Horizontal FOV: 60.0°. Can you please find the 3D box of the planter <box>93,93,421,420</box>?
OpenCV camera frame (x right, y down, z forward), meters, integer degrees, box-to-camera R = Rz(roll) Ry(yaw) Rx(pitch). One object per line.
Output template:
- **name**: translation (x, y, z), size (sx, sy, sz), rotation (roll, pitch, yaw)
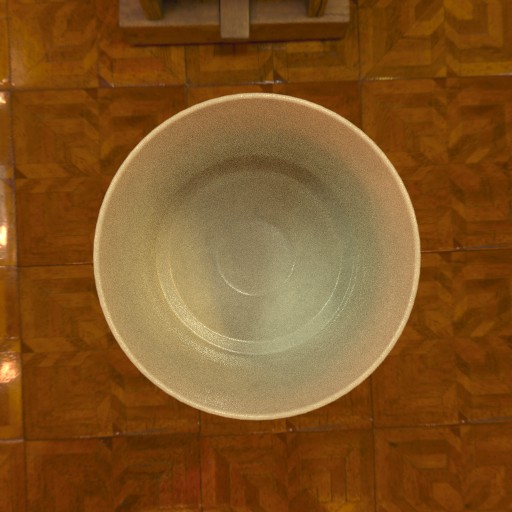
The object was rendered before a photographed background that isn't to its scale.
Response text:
- **planter**: translation (0.000, 0.000, 0.346), size (0.190, 0.181, 0.190), rotation (0, 90, -1)
